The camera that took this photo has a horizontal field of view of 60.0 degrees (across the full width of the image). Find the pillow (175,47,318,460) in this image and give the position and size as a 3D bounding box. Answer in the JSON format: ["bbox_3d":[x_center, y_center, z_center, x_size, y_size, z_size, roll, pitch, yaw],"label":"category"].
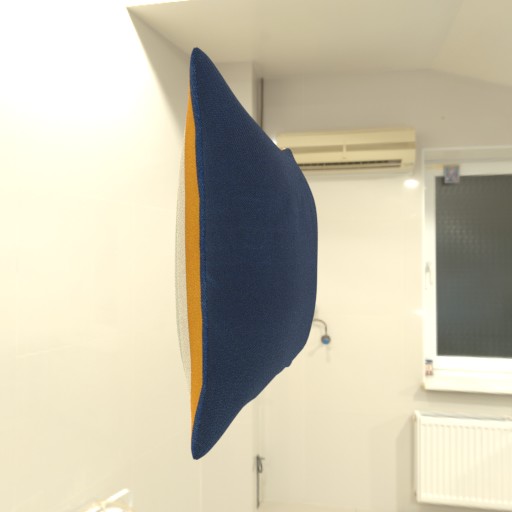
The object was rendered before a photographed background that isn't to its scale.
[{"bbox_3d":[0.000,0.000,0.704,0.173,0.454,0.463,0,-1,17],"label":"pillow"}]
